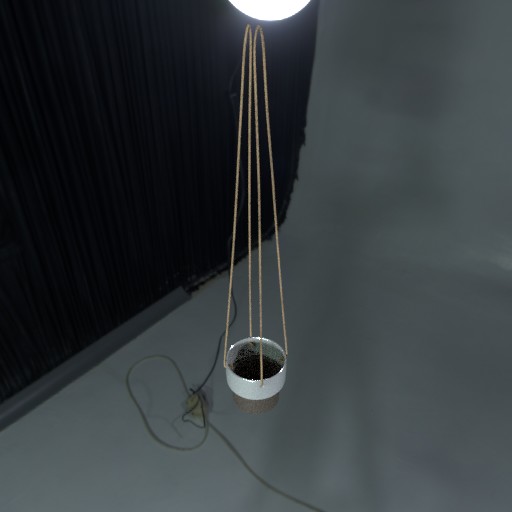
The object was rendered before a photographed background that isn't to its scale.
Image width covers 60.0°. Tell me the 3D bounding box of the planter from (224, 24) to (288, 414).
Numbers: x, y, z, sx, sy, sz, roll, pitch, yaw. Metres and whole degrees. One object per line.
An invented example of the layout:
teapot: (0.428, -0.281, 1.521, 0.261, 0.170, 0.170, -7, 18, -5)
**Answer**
planter: (0.000, 0.000, 1.156, 0.187, 1.073, 0.187, 20, 38, 29)
